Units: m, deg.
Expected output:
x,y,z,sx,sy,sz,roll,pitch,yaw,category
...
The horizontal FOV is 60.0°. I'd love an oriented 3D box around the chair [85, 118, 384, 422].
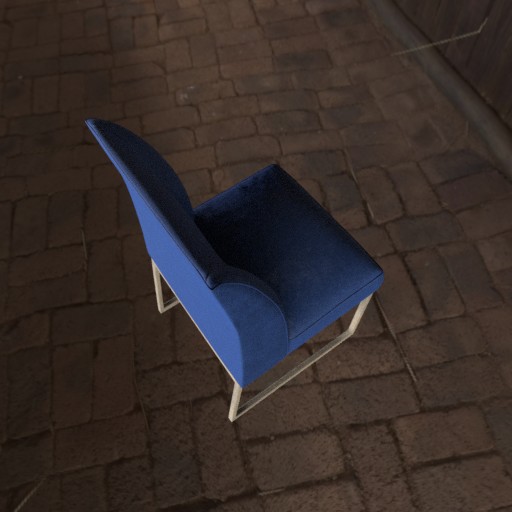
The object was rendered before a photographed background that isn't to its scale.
x,y,z,sx,sy,sz,roll,pitch,yaw,category
0.000,0.000,1.206,0.522,0.863,0.508,-31,63,-18,chair
